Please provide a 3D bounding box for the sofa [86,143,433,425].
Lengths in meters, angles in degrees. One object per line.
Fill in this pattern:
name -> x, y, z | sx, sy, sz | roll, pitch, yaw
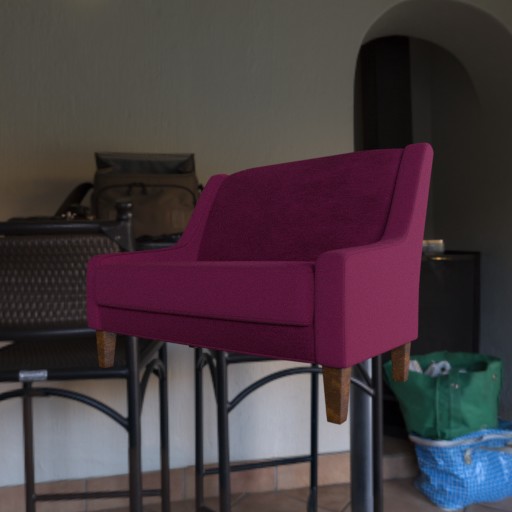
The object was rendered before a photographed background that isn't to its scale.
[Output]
sofa -> 0.000, 0.000, 1.913 | 1.242, 0.976, 0.946 | 0, -1, 37
